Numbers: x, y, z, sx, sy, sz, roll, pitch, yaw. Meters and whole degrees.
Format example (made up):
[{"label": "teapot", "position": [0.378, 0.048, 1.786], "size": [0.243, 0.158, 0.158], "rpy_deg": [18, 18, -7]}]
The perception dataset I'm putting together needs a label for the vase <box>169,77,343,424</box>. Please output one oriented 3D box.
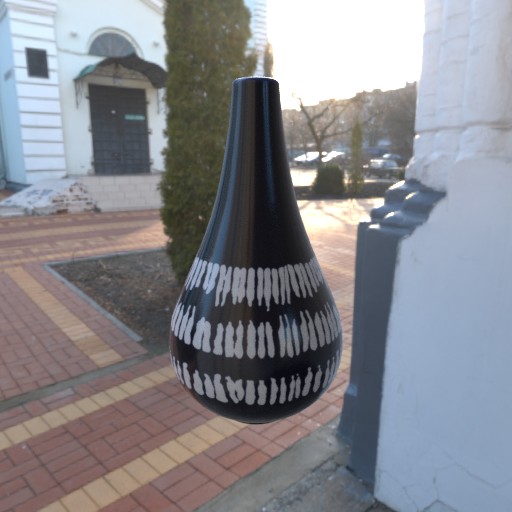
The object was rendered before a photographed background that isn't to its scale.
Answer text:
[{"label": "vase", "position": [0.000, 0.000, 0.396], "size": [0.159, 0.295, 0.159], "rpy_deg": [0, 13, 0]}]
